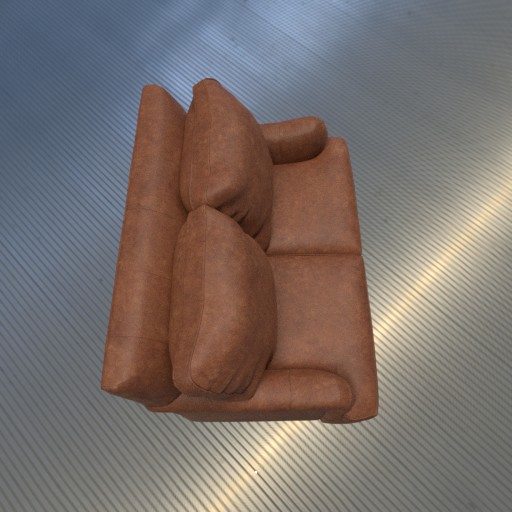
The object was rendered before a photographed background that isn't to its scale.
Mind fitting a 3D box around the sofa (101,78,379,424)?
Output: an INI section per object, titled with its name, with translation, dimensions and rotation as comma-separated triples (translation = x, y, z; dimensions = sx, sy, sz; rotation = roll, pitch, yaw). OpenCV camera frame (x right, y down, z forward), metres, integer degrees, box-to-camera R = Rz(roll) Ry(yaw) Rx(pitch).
[sofa]
translation = 0.000, 0.000, 2.172
dimensions = 1.077, 1.004, 1.527
rotation = 0, 64, 0
